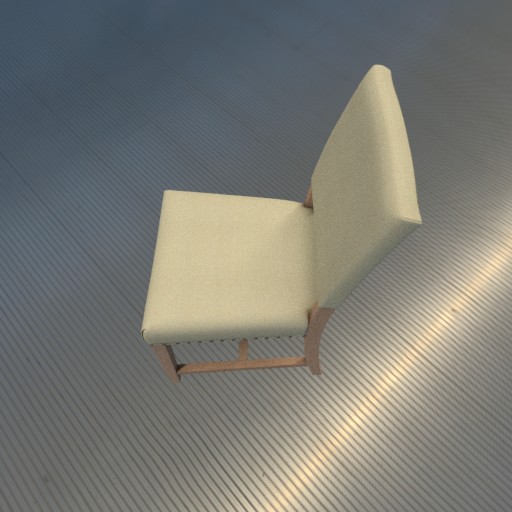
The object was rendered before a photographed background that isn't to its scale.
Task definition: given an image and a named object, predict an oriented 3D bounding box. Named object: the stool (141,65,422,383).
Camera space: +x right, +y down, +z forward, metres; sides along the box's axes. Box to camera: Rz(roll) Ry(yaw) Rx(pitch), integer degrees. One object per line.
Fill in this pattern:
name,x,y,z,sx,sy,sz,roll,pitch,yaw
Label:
stool,0.000,0.000,1.313,0.623,0.986,0.508,1,59,1
